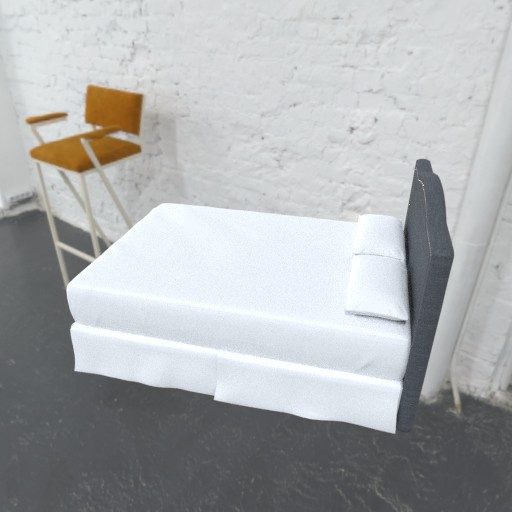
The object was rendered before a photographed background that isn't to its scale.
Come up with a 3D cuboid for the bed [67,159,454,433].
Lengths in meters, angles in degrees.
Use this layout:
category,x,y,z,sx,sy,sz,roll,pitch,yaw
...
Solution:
category,x,y,z,sx,sy,sz,roll,pitch,yaw
bed,0.000,0.000,3.505,2.507,1.441,1.747,7,30,13
